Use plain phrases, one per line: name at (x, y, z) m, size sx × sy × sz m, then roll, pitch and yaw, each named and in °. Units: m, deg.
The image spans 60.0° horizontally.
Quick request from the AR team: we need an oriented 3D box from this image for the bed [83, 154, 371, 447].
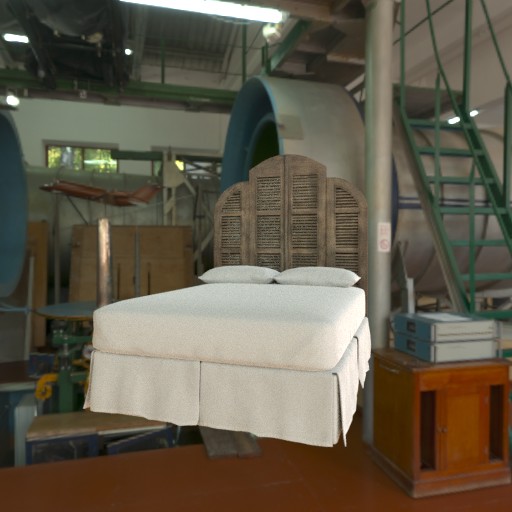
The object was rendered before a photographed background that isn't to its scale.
bed at (0.000, 0.000, 3.588) m, size 1.713 × 2.019 × 2.138 m, roll 0°, pitch 1°, yaw 19°
